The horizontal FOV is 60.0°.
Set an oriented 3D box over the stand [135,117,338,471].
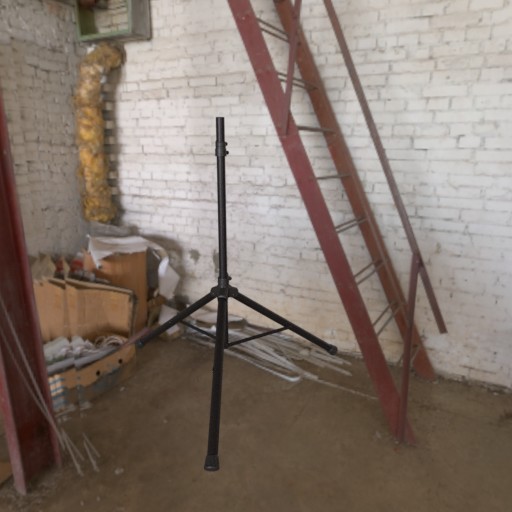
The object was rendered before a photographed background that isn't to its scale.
[{"bbox_3d":[0.000,0.000,1.908,0.907,1.136,1.045,-7,17,-25],"label":"stand"}]
